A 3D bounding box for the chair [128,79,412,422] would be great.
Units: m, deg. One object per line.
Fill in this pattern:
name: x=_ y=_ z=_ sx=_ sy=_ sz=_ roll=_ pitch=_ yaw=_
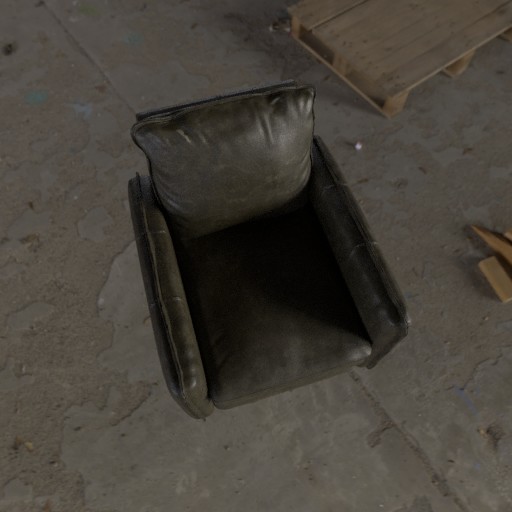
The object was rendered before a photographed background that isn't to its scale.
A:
chair: x=0.000 y=0.000 z=1.627 sx=0.830 sy=0.921 sz=0.921 roll=-15 pitch=64 yaw=-8
